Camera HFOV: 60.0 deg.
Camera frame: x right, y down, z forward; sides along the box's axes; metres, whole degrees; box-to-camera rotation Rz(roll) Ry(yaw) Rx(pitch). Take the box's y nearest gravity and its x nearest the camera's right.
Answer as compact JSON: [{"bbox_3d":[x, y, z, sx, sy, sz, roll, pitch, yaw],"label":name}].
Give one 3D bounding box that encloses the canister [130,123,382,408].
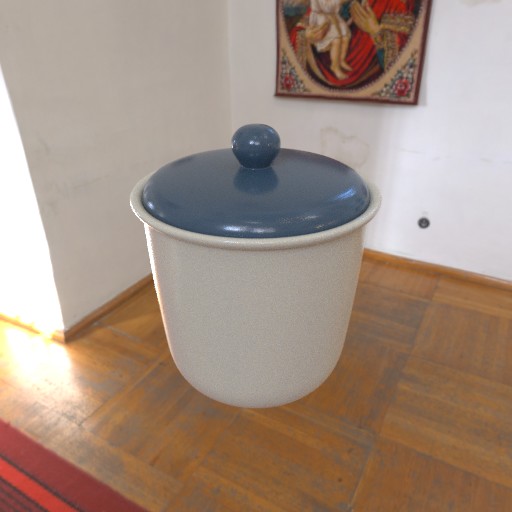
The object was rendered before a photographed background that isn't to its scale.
[{"bbox_3d":[0.000,0.000,0.357,0.182,0.208,0.182,0,29,0],"label":"canister"}]
